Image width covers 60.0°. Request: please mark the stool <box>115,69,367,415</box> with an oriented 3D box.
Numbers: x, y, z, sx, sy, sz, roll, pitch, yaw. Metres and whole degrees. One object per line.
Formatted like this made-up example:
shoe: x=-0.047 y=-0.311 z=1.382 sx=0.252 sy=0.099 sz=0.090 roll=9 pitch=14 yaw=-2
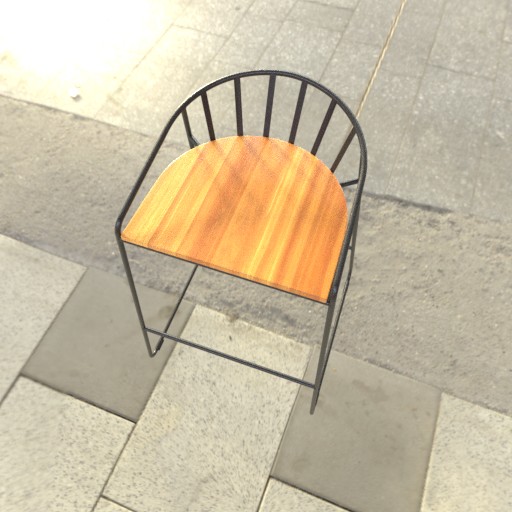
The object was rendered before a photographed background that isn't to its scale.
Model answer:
stool: x=0.000 y=0.000 z=1.170 sx=0.546 sy=0.812 sz=0.521 roll=17 pitch=61 yaw=10
